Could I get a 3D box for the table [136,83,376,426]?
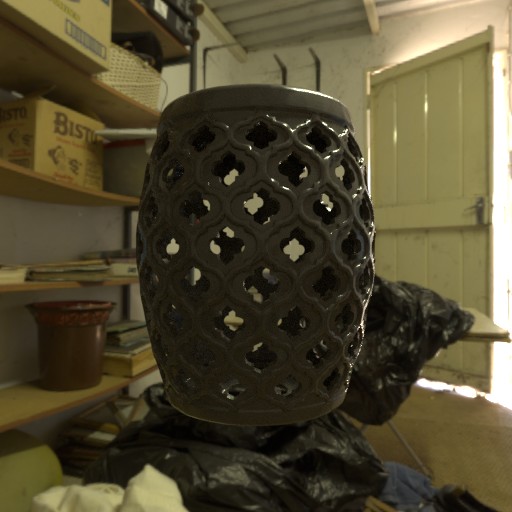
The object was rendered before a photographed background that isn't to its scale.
[{"bbox_3d":[0.000,0.000,0.621,0.325,0.388,0.325,0,0,0],"label":"table"}]
